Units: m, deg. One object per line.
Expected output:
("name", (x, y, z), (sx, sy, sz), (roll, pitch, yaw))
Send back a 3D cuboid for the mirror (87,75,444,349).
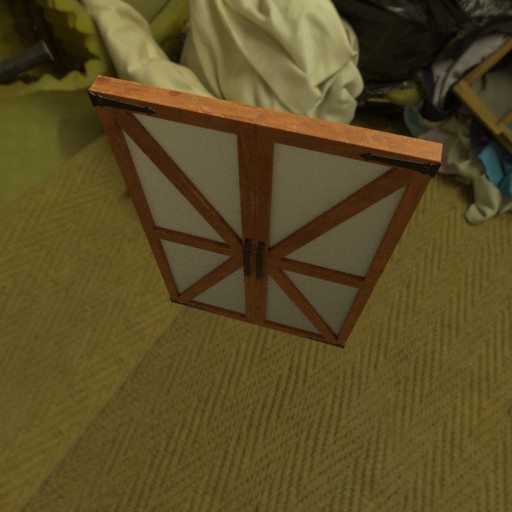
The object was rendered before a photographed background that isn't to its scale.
("mirror", (0.000, 0.000, 0.951), (0.517, 0.761, 0.053), (14, 61, 8))
